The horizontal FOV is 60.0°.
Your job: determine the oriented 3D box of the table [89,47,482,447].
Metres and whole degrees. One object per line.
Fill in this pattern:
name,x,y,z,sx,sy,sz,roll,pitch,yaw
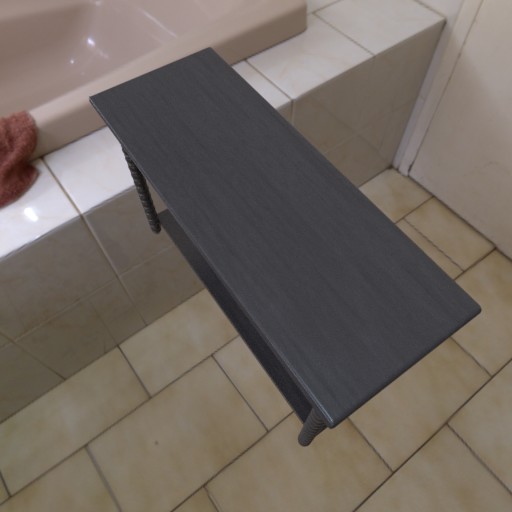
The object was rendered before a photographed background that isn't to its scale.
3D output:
table,0.000,0.000,1.508,0.459,0.735,1.184,-31,64,-17
